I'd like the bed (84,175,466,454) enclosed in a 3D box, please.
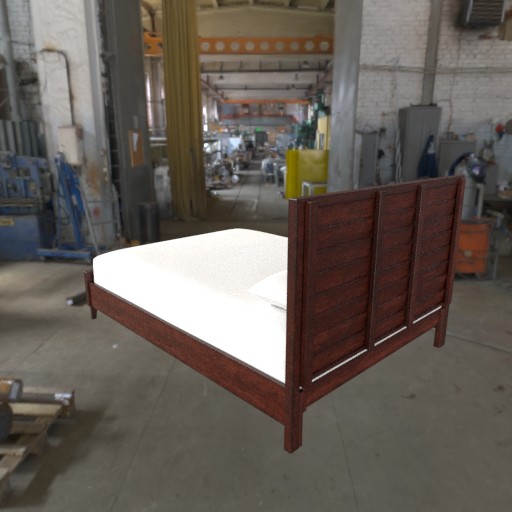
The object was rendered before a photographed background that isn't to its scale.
[{"bbox_3d":[0.000,0.000,4.020,2.040,1.492,2.803,-14,20,-42],"label":"bed"}]
